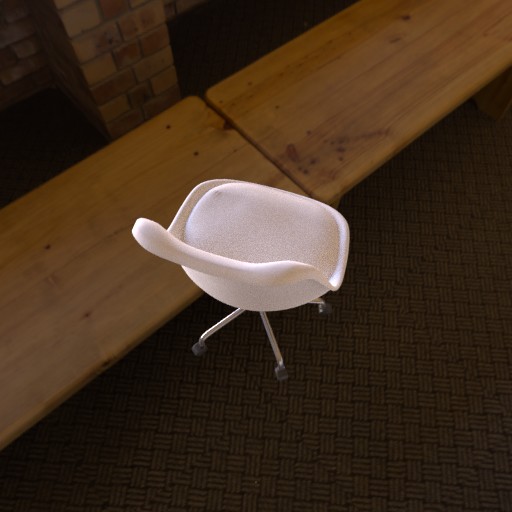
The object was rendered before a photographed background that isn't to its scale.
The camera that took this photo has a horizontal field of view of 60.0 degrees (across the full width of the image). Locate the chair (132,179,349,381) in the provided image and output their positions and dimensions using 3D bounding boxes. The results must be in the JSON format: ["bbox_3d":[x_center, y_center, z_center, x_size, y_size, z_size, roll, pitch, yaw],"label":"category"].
[{"bbox_3d":[0.000,0.000,1.264,0.550,0.930,0.550,16,64,8],"label":"chair"}]
